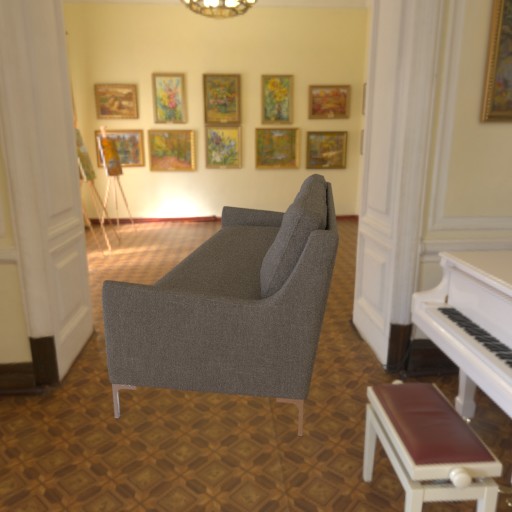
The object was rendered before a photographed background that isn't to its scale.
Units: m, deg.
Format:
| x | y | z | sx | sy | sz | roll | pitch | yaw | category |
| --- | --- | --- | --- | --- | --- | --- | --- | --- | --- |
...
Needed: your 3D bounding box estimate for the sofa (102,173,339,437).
| x | y | z | sx | sy | sz | roll | pitch | yaw | category |
| --- | --- | --- | --- | --- | --- | --- | --- | --- | --- |
| 0.000 | 0.000 | 2.537 | 0.849 | 0.837 | 2.060 | 2 | 14 | 8 | sofa |
